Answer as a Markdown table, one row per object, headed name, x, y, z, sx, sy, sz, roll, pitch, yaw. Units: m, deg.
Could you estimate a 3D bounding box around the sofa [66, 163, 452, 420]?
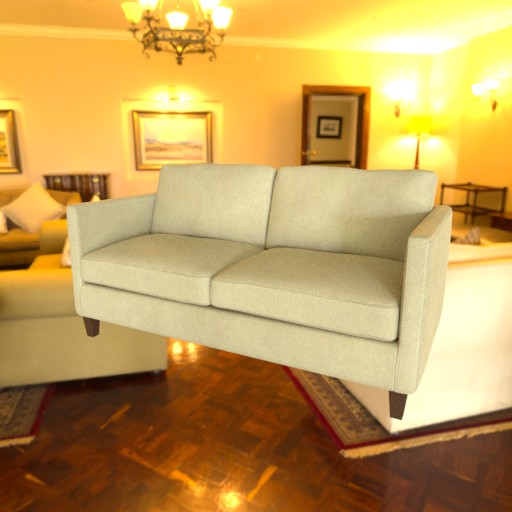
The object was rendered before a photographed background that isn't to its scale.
| name | x | y | z | sx | sy | sz | roll | pitch | yaw |
| --- | --- | --- | --- | --- | --- | --- | --- | --- | --- |
| sofa | 0.000 | 0.000 | 2.377 | 1.846 | 0.940 | 0.950 | 7 | 16 | 27 |
